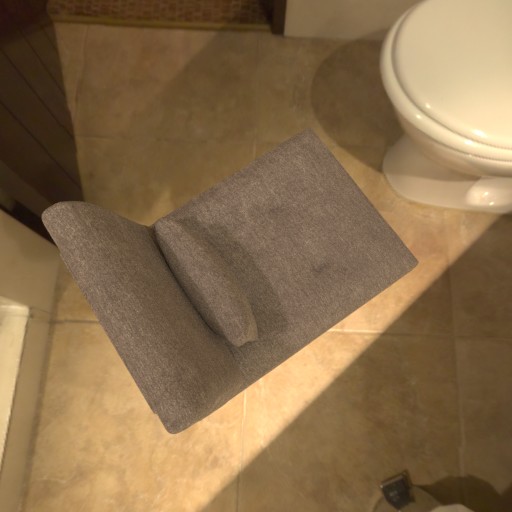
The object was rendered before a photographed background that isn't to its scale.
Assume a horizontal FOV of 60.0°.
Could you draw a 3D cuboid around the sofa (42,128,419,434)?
[{"bbox_3d":[0.000,0.000,1.541,1.000,0.820,0.700,-34,78,-8],"label":"sofa"}]
